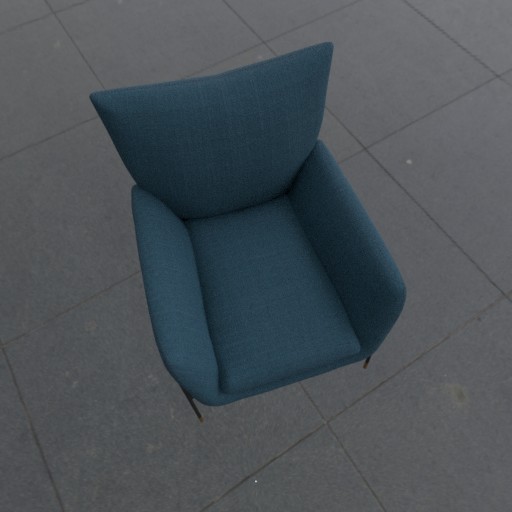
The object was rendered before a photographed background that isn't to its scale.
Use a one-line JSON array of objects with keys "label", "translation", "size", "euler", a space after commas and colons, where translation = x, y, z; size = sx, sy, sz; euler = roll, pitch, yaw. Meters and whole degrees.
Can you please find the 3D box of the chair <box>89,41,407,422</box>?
[{"label": "chair", "translation": [0.000, 0.000, 1.392], "size": [0.678, 0.859, 0.769], "euler": [-16, 64, -8]}]
